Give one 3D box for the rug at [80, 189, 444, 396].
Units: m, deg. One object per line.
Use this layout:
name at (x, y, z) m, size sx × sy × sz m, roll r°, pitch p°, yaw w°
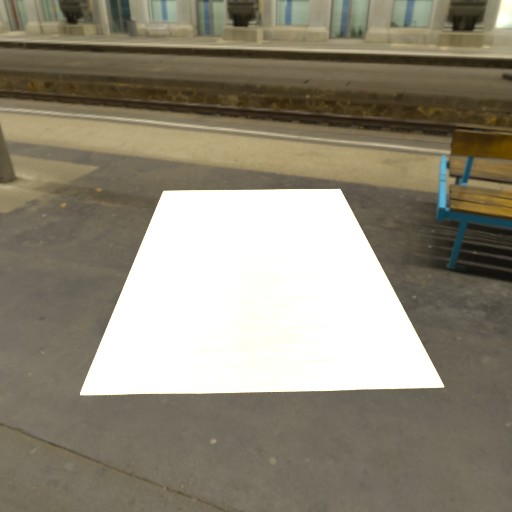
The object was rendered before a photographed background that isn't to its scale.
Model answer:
rug at (0.000, 0.000, 2.294) m, size 1.234 × 0.006 × 1.850 m, roll -1°, pitch 30°, yaw -1°
